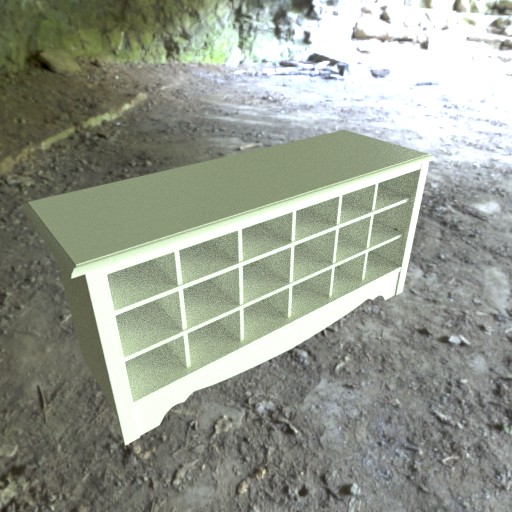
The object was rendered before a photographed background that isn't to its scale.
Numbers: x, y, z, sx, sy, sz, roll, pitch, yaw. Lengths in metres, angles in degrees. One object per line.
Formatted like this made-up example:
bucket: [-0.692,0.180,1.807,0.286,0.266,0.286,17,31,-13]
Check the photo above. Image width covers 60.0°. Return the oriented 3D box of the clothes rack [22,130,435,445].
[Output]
clothes rack: [0.000,0.000,1.462,1.218,0.558,0.405,-21,37,-31]
